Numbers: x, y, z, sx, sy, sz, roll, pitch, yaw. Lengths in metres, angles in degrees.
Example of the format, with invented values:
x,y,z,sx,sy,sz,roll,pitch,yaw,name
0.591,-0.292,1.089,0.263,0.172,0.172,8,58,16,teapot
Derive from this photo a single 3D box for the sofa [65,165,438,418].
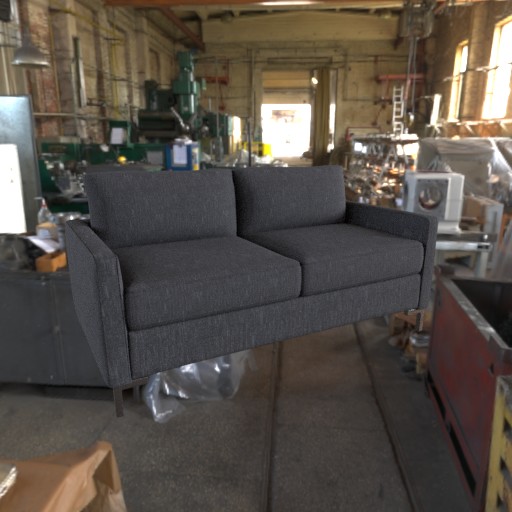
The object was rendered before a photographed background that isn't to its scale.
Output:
x,y,z,sx,sy,sz,roll,pitch,yaw,name
0.000,0.000,2.270,1.716,0.862,0.866,-8,17,-28,sofa
